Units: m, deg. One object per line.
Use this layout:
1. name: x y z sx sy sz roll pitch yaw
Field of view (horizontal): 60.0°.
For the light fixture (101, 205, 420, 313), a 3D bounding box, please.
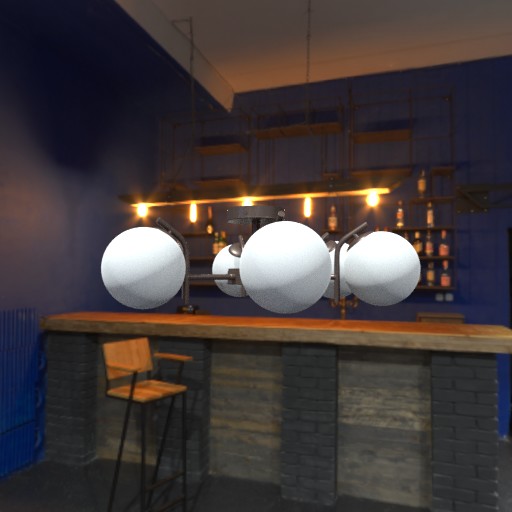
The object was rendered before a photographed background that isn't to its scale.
1. light fixture: 0.000 0.000 0.954 0.662 0.201 0.662 0 -2 0
